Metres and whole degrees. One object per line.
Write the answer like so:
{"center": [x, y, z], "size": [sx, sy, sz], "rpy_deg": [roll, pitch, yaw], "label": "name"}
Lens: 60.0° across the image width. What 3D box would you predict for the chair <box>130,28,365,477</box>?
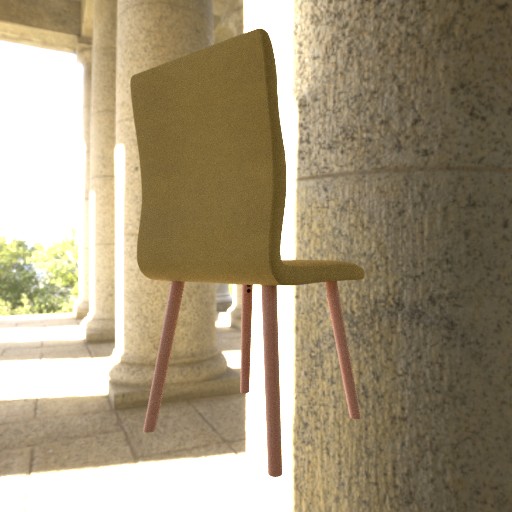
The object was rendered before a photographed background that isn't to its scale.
{"center": [0.000, 0.000, 1.275], "size": [0.450, 0.965, 0.550], "rpy_deg": [0, 0, 36], "label": "chair"}
